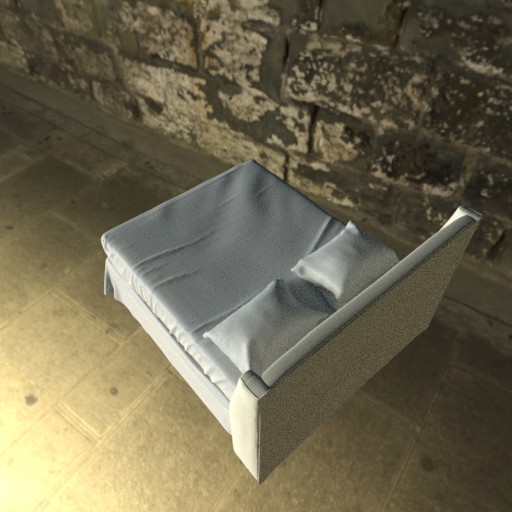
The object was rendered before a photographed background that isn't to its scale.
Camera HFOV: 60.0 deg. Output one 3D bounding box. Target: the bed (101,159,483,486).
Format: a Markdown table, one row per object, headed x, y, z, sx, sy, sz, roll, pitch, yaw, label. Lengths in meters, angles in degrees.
| x | y | z | sx | sy | sz | roll | pitch | yaw | label |
| --- | --- | --- | --- | --- | --- | --- | --- | --- | --- |
| 0.000 | 0.000 | 3.451 | 1.925 | 1.332 | 2.276 | -32 | 55 | -26 | bed |
